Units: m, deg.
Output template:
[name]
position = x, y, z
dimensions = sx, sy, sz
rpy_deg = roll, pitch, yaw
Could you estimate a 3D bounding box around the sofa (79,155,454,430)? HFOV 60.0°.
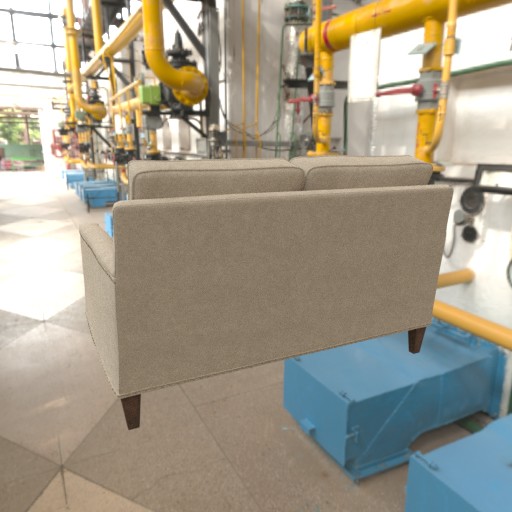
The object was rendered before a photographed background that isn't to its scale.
[sofa]
position = 0.000, 0.000, 2.238
dimensions = 1.597, 1.002, 1.084
rpy_deg = -7, 15, -25
